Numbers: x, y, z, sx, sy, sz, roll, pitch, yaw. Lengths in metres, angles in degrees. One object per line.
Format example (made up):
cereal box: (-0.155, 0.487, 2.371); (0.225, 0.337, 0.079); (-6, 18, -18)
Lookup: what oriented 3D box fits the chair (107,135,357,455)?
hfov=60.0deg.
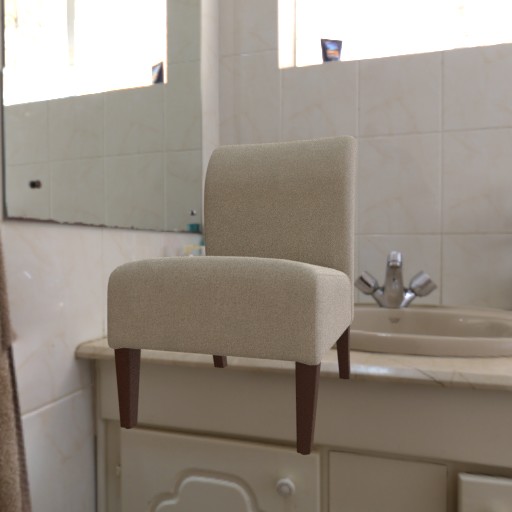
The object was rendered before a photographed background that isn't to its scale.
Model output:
chair: (0.000, 0.000, 1.322); (0.521, 0.833, 0.754); (0, 0, 19)
